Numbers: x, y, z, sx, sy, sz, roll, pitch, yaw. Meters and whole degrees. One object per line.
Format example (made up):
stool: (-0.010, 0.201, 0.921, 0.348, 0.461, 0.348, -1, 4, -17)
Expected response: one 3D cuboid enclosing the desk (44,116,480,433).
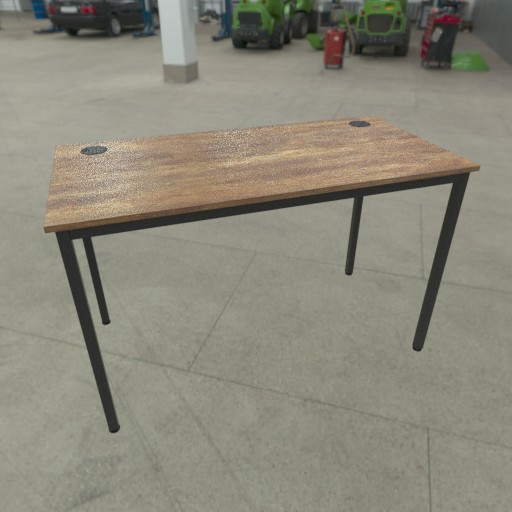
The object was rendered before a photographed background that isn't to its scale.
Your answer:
desk: (0.000, 0.000, 1.586, 1.200, 0.749, 0.600, -10, 33, -16)
